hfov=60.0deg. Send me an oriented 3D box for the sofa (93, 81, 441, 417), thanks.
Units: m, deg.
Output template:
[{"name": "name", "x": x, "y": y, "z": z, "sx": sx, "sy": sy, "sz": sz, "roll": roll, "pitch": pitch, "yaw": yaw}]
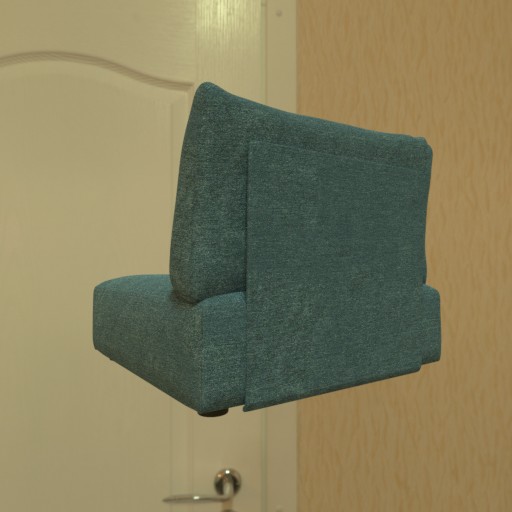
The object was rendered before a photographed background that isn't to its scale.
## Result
[{"name": "sofa", "x": 0.000, "y": 0.000, "z": 1.694, "sx": 1.000, "sy": 0.820, "sz": 1.000, "roll": 0, "pitch": -1, "yaw": -35}]
